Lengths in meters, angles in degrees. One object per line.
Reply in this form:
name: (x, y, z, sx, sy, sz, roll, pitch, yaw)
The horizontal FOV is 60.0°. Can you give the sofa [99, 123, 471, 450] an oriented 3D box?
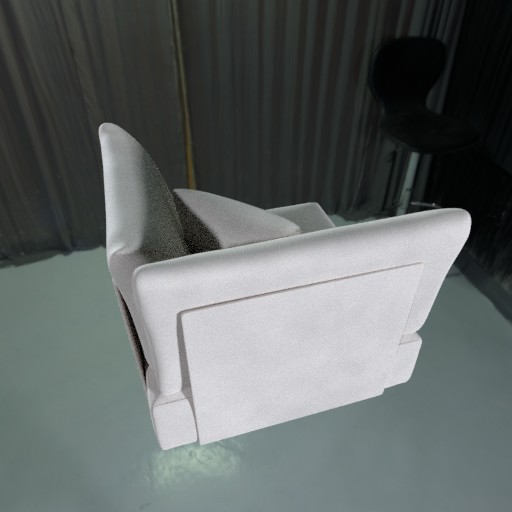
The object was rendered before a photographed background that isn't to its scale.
sofa: (0.000, 0.000, 1.719, 1.000, 0.820, 1.000, -11, 40, -13)
